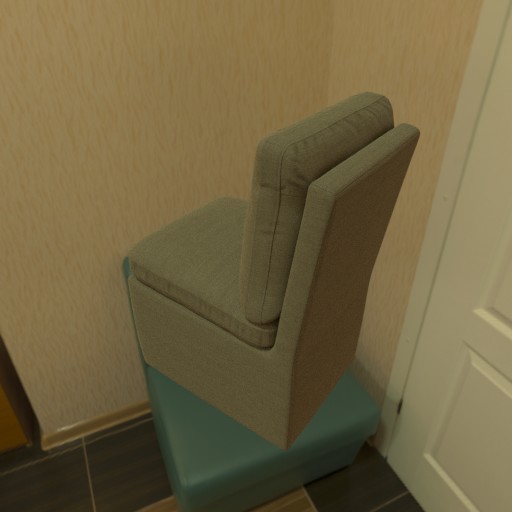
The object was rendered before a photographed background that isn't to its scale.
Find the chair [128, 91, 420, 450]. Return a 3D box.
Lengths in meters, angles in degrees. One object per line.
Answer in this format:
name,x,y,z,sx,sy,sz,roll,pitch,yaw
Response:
chair,0.000,0.000,1.340,0.698,0.927,0.503,22,39,29
